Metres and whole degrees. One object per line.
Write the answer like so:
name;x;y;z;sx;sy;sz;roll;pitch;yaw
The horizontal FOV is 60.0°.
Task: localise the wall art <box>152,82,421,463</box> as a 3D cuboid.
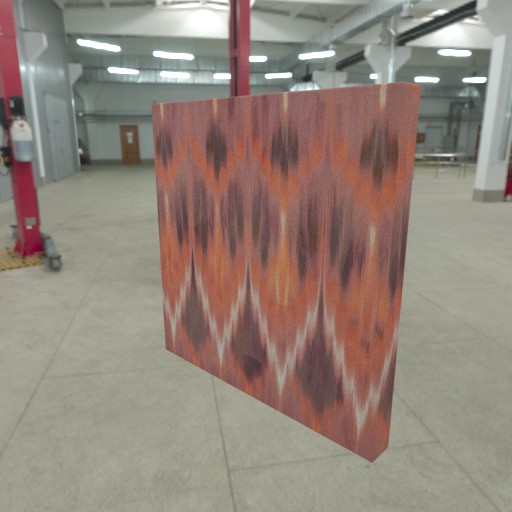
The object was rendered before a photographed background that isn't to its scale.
wall art;0.000;0.000;0.599;0.403;0.406;0.038;14;20;42
